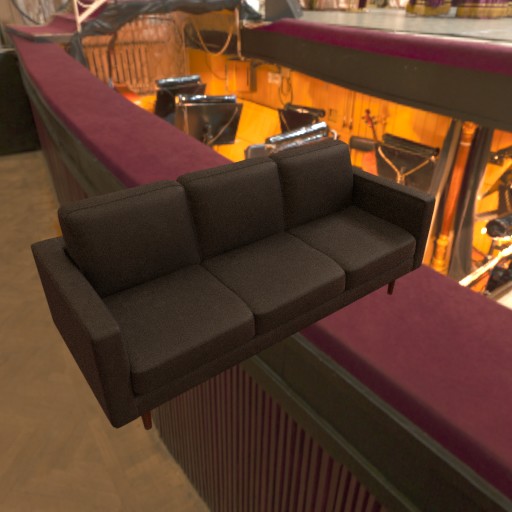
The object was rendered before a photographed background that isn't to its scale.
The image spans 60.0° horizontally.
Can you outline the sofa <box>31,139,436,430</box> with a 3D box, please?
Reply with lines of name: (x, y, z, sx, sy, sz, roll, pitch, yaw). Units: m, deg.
sofa: (0.000, 0.000, 2.439, 2.029, 0.899, 0.879, -21, 37, -31)
